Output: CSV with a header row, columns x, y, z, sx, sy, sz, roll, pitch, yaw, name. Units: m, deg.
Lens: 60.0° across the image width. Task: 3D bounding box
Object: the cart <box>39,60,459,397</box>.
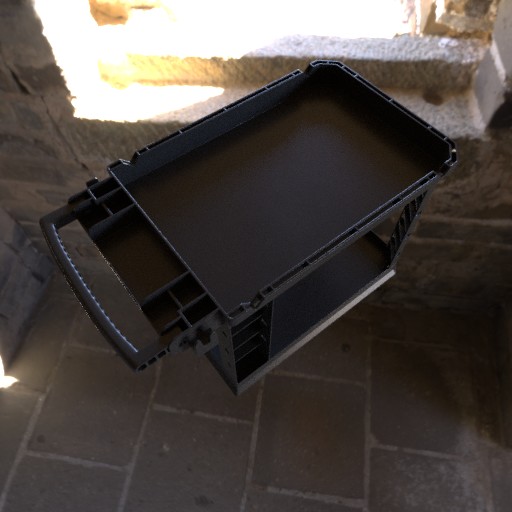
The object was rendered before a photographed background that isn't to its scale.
x,y,z,sx,sy,sz,roll,pitch,yaw,name
0.000,0.000,1.744,1.239,0.884,0.674,-33,64,-19,cart
